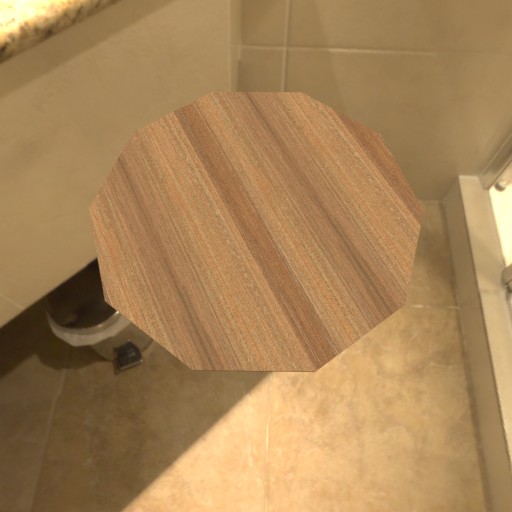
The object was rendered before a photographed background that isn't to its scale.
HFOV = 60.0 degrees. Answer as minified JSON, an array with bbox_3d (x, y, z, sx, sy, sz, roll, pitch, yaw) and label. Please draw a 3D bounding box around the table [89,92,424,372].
[{"bbox_3d":[0.000,0.000,1.908,1.186,0.752,1.186,0,64,0],"label":"table"}]
